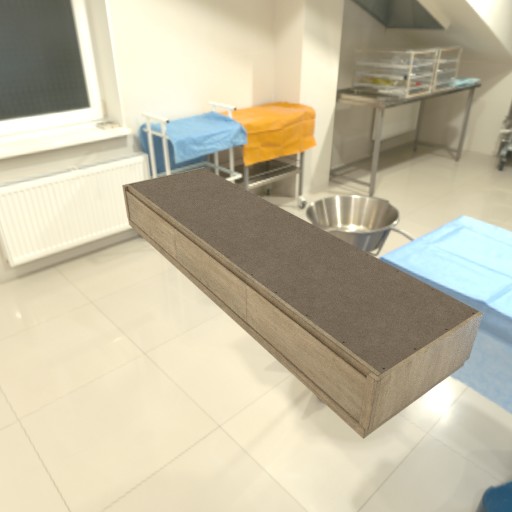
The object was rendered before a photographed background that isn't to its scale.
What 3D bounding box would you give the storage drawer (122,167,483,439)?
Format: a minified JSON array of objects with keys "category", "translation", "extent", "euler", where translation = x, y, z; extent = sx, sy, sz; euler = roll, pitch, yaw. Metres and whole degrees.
[{"category":"storage drawer","translation":[0.000,0.000,2.295],"extent":[0.591,0.274,2.072],"euler":[-20,35,-31]}]
